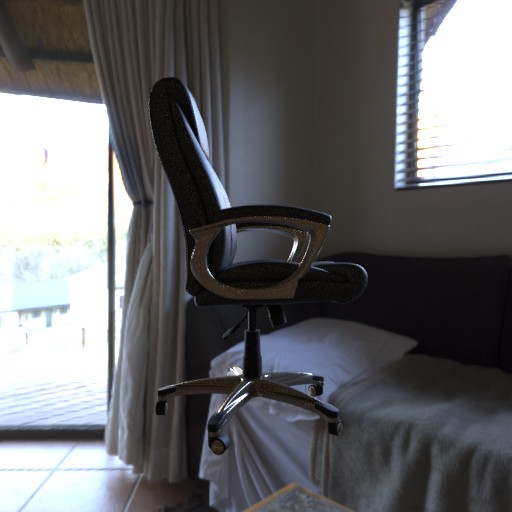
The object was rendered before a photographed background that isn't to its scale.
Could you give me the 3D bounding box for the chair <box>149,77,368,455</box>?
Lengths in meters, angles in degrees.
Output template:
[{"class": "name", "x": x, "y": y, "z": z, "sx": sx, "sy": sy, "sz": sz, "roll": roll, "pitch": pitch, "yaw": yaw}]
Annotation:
[{"class": "chair", "x": 0.000, "y": 0.000, "z": 1.661, "sx": 0.748, "sy": 1.188, "sz": 0.694, "roll": 0, "pitch": 0, "yaw": 0}]
